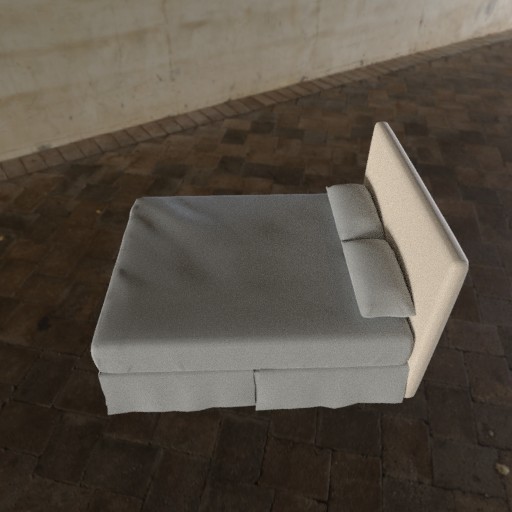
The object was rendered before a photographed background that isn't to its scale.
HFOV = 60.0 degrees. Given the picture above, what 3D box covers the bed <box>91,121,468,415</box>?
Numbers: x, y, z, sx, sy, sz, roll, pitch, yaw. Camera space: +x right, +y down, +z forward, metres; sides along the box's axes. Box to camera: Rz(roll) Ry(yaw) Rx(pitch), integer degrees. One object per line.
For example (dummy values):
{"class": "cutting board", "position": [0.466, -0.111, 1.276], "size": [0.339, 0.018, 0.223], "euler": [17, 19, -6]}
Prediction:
{"class": "bed", "position": [0.000, 0.000, 3.252], "size": [2.142, 1.330, 1.748], "euler": [-1, 41, -1]}
